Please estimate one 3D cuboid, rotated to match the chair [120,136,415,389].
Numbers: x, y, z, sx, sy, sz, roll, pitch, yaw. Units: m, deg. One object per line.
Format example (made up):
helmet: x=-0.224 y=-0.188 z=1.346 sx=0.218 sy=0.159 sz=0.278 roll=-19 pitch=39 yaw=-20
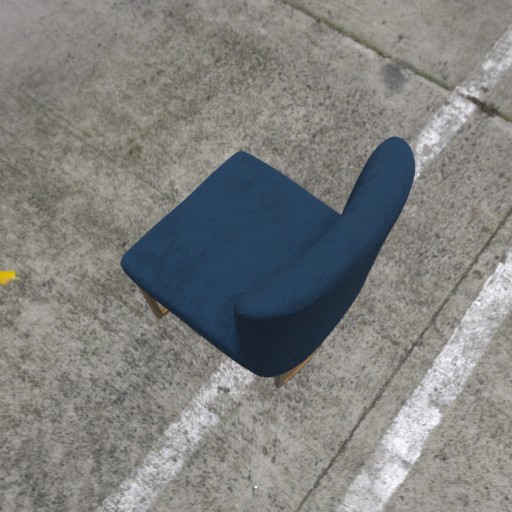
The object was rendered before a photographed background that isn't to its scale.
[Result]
chair: x=0.000 y=0.000 z=1.214 sx=0.560 sy=0.824 sz=0.530 roll=36 pitch=68 yaw=17
